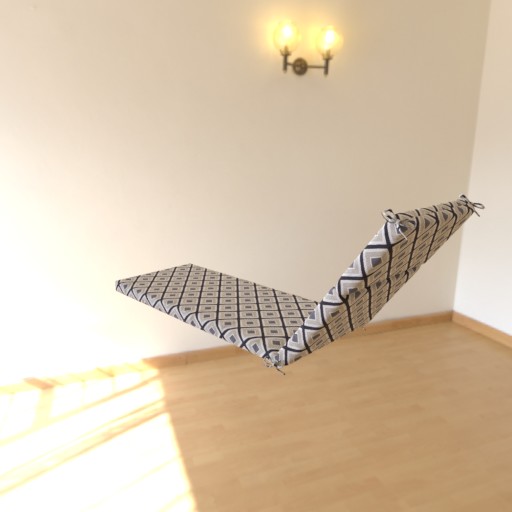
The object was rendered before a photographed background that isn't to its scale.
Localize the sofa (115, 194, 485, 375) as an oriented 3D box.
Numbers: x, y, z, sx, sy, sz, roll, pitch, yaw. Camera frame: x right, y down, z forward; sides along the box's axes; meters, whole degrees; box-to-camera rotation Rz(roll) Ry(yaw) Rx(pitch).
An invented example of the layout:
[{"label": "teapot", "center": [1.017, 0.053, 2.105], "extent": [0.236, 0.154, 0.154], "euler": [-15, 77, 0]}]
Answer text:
[{"label": "sofa", "center": [0.000, 0.000, 1.951], "extent": [1.663, 0.622, 0.582], "euler": [14, 20, 43]}]
